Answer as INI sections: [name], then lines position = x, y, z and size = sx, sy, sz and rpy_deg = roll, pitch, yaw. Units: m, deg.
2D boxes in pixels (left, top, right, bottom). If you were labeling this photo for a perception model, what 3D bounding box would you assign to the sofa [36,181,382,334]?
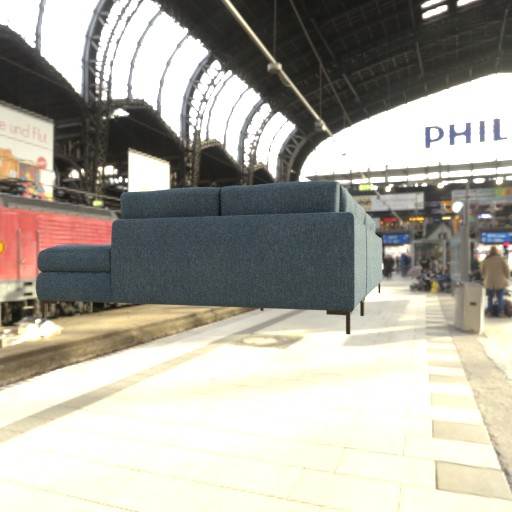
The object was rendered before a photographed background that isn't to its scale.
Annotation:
[sofa]
position = 0.000, 0.000, 3.891
size = 2.007, 0.815, 2.949
rpy_deg = 0, 0, 19
